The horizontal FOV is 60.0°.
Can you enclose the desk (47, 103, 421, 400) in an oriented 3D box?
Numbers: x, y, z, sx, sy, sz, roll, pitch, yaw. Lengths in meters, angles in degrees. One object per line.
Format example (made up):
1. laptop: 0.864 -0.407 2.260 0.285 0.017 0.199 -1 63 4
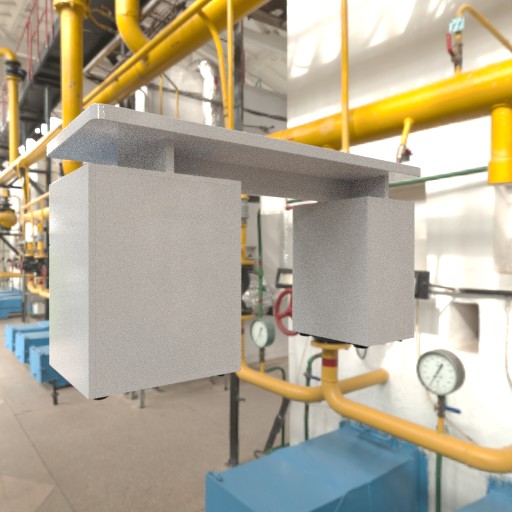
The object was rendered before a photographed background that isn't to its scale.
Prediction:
1. desk: 0.000 0.000 1.725 1.400 0.762 0.550 0 0 -37
